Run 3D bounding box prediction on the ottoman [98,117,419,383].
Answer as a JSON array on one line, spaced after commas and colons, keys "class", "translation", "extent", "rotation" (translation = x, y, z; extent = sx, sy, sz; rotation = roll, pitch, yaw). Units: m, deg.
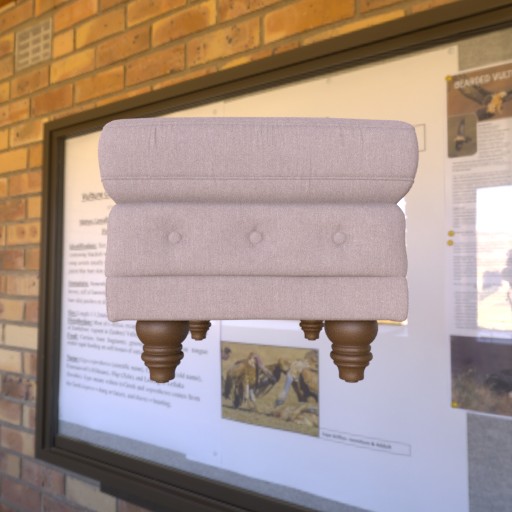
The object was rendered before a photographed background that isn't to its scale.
[{"class": "ottoman", "translation": [0.000, 0.000, 1.125], "extent": [0.569, 0.500, 0.771], "rotation": [0, -3, 0]}]
